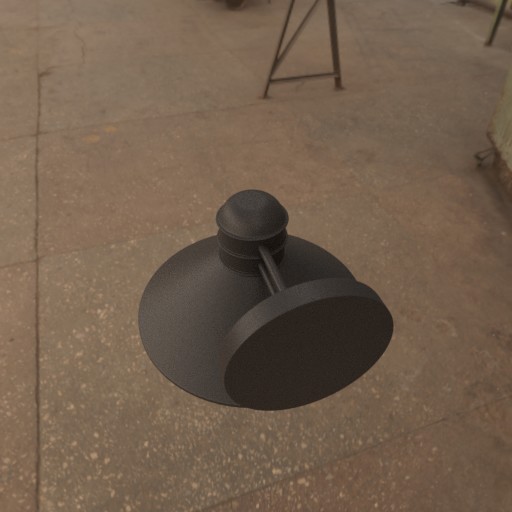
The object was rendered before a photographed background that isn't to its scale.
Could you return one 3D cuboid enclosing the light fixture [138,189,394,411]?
[{"bbox_3d":[0.000,0.000,0.681,0.396,0.265,0.434,-12,44,-13],"label":"light fixture"}]
